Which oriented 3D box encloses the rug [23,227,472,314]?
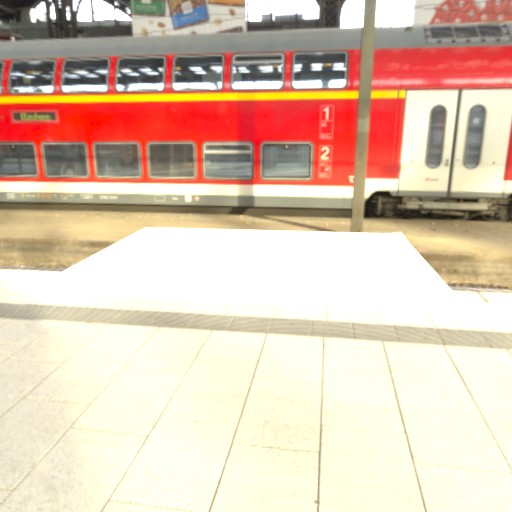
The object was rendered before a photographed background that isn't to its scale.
[{"bbox_3d":[0.000,0.000,3.898,2.897,0.035,2.277,2,15,7],"label":"rug"}]
